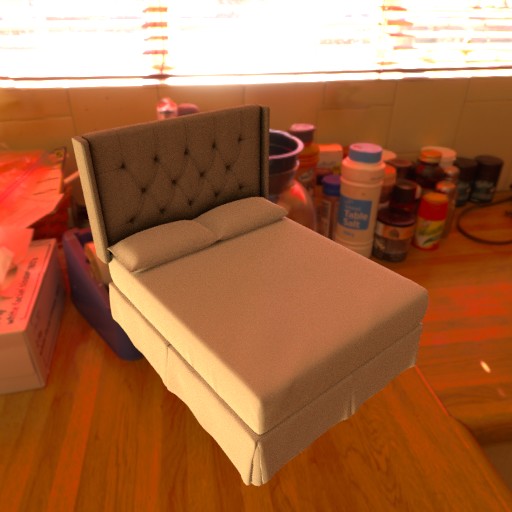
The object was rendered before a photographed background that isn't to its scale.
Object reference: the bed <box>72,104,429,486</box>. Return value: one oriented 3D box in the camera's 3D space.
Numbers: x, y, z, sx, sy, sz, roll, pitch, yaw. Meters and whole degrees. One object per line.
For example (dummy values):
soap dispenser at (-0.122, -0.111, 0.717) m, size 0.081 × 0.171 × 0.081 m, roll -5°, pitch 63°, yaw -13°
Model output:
bed at (0.000, 0.000, 3.297) m, size 1.719 × 1.665 × 2.066 m, roll -23°, pitch 38°, yaw -33°
